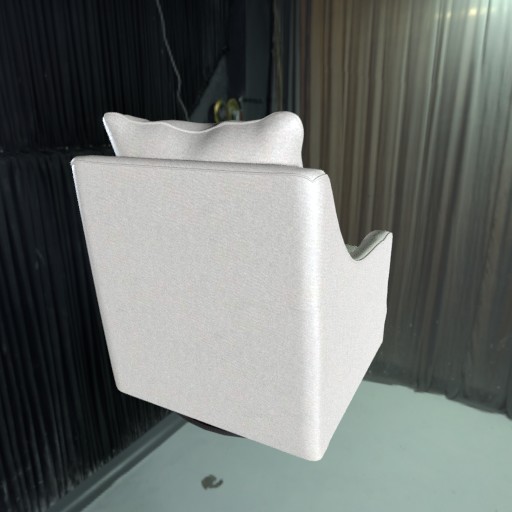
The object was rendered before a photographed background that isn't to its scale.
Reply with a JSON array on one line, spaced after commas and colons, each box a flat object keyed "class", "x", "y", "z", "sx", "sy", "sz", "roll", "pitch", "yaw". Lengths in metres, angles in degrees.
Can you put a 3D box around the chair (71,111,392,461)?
[{"class": "chair", "x": 0.000, "y": 0.000, "z": 1.533, "sx": 0.760, "sy": 0.942, "sz": 0.876, "roll": 9, "pitch": 20, "yaw": 26}]
